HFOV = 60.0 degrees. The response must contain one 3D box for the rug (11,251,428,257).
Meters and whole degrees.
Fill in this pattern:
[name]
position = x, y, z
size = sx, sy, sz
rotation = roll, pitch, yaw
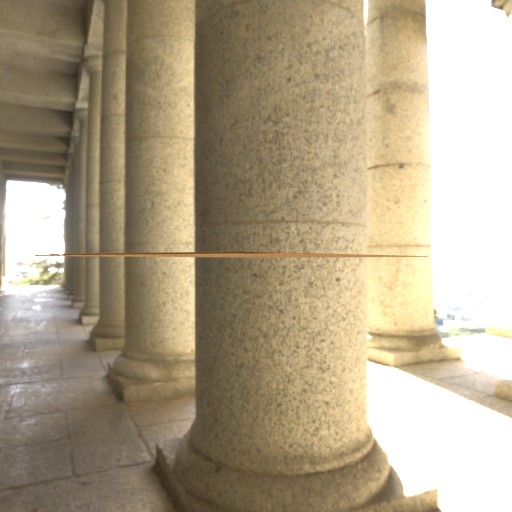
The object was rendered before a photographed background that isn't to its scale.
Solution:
[rug]
position = 0.000, 0.000, 2.857
size = 1.525, 0.007, 2.336
rotation = 0, -1, 36
